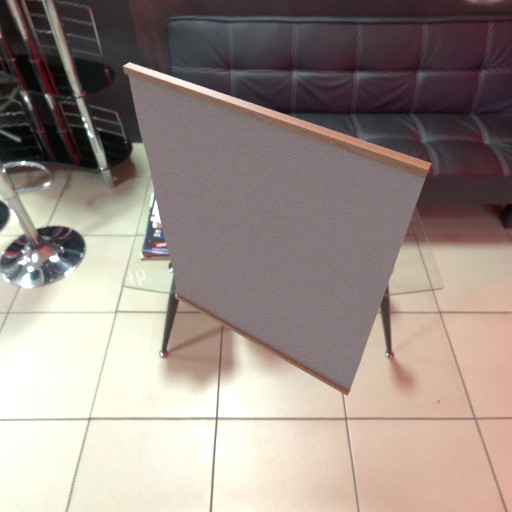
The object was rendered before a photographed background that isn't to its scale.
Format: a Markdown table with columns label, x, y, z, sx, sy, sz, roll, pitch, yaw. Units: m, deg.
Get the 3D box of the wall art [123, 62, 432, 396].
| label | x | y | z | sx | sy | sz | roll | pitch | yaw |
| --- | --- | --- | --- | --- | --- | --- | --- | --- | --- |
| wall art | 0.000 | 0.000 | 0.697 | 0.406 | 0.508 | 0.013 | 26 | 53 | 21 |
